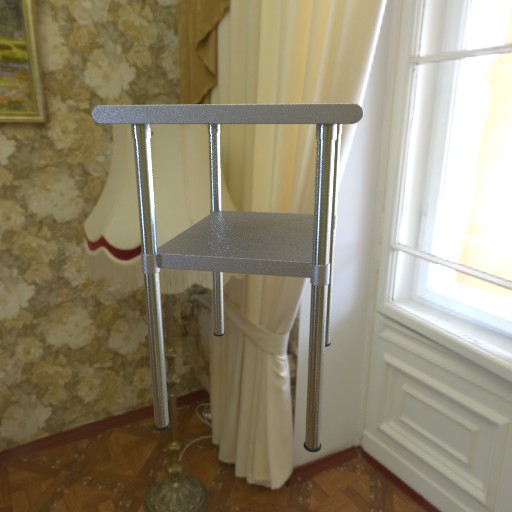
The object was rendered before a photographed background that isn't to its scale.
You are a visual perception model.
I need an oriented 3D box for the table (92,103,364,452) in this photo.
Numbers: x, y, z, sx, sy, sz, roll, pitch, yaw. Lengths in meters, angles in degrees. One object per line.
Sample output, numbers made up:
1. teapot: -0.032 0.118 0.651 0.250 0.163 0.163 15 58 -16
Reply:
1. table: 0.000 0.000 1.398 0.584 0.876 0.762 3 17 11
